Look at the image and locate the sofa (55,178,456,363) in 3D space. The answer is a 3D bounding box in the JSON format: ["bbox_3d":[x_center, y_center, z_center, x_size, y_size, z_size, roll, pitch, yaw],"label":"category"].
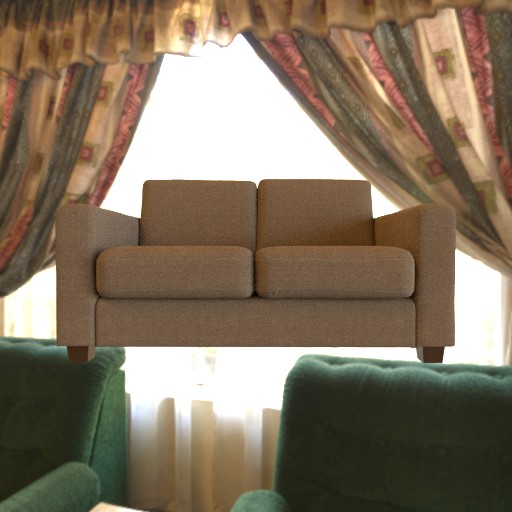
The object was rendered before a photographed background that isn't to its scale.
[{"bbox_3d":[0.000,0.000,2.048,1.520,0.800,0.900,0,1,1],"label":"sofa"}]
